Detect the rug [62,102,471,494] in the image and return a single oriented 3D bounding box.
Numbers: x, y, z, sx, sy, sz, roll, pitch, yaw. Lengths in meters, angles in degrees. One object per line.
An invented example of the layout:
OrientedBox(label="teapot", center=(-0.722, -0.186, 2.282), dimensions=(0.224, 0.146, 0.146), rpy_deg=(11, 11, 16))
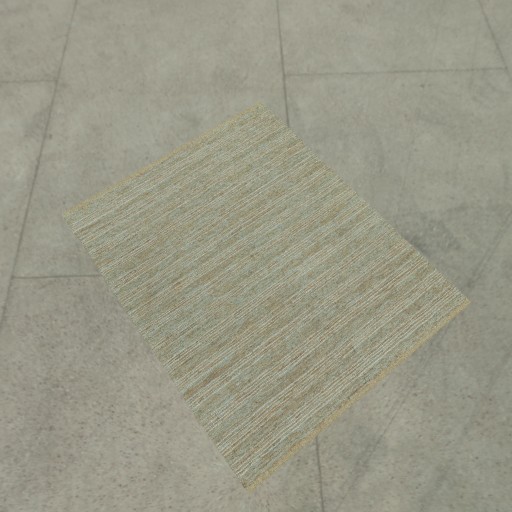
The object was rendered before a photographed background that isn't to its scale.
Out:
OrientedBox(label="rug", center=(0.000, 0.000, 4.114), dimensions=(2.471, 0.012, 3.034), rpy_deg=(-34, 68, -16))
